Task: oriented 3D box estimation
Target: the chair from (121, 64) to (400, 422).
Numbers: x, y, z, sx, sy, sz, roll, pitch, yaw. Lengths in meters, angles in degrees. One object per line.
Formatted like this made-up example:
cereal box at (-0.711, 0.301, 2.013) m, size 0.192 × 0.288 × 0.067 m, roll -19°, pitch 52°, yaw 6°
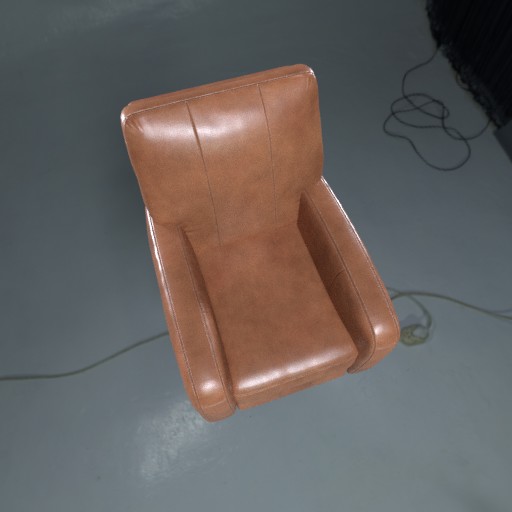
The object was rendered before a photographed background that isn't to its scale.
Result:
chair at (0.000, 0.000, 1.680) m, size 0.762 × 0.990 × 0.990 m, roll -16°, pitch 64°, yaw -8°
